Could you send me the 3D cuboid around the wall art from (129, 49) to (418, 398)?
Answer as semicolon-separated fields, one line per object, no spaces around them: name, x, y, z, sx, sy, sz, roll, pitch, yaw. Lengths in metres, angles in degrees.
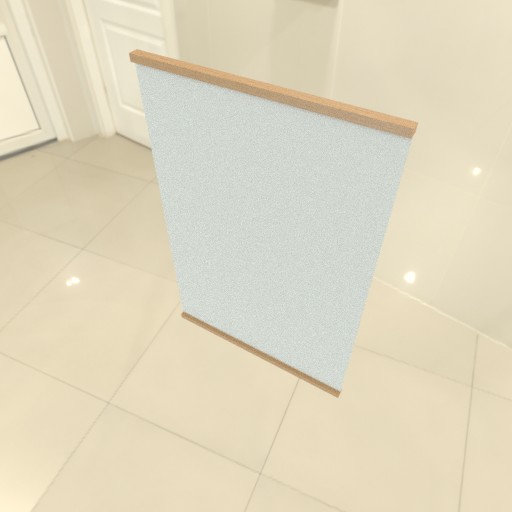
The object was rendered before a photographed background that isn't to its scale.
wall art;0.000;0.000;0.641;0.335;0.510;0.013;23;50;21
